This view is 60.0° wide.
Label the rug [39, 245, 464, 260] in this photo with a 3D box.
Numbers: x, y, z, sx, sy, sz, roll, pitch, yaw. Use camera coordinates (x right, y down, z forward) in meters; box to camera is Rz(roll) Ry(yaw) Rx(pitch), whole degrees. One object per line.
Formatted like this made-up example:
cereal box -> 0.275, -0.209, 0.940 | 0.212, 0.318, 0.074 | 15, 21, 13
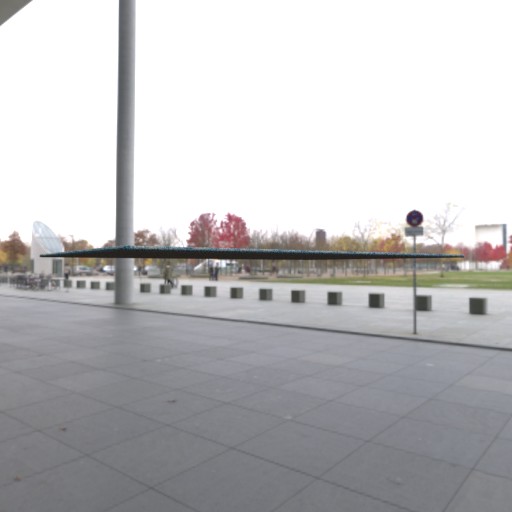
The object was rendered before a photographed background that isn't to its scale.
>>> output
rug -> 0.000, 0.000, 2.287 | 1.829, 0.016, 1.219 | 1, -2, -36
